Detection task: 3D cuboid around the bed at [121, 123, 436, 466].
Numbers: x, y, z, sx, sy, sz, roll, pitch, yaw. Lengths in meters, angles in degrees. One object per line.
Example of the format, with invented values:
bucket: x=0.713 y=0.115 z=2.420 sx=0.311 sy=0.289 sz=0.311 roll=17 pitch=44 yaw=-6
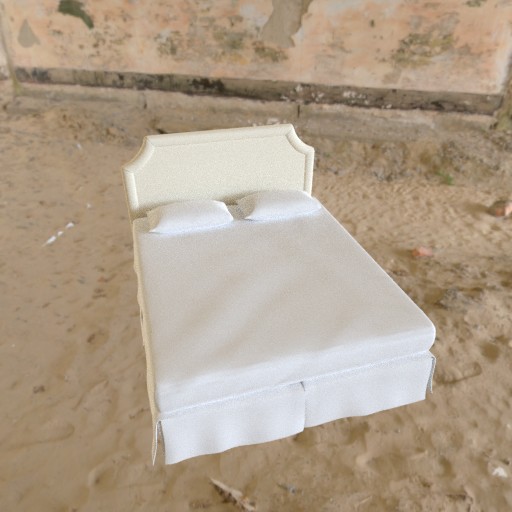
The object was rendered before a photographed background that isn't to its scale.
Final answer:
bed: x=0.000 y=0.000 z=4.145 sx=2.350 sy=1.590 sz=2.773 roll=-9 pitch=34 yaw=-14
